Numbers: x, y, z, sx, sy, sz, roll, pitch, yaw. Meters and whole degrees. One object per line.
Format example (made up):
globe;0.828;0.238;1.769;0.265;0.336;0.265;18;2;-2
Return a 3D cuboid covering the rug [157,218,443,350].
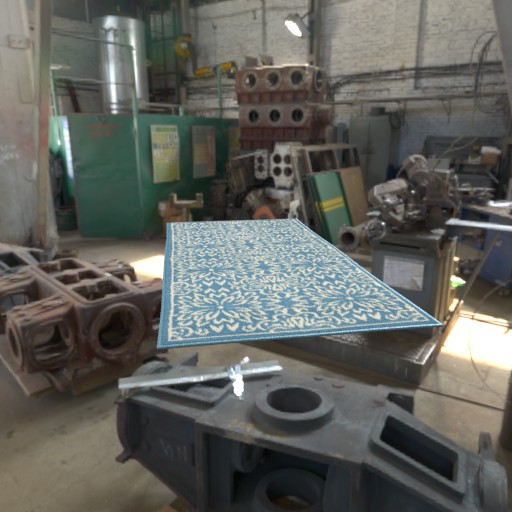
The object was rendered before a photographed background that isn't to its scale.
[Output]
rug;0.000;0.000;1.479;0.604;0.007;1.219;-3;16;-10
